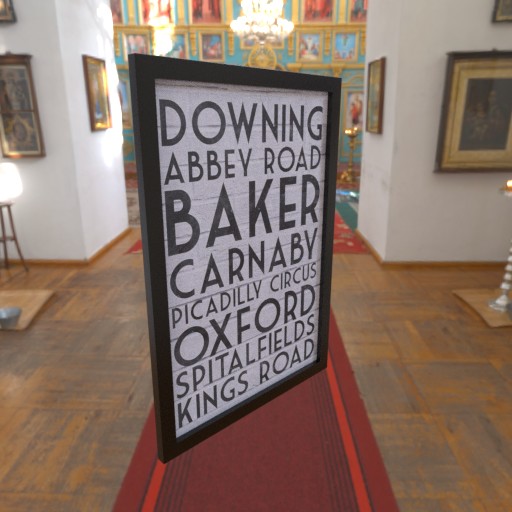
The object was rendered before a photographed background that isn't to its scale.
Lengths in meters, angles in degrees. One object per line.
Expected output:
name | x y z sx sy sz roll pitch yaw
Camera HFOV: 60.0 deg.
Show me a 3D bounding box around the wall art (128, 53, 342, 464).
wall art | 0.000 0.000 0.550 0.304 0.432 0.013 -15 22 -42
